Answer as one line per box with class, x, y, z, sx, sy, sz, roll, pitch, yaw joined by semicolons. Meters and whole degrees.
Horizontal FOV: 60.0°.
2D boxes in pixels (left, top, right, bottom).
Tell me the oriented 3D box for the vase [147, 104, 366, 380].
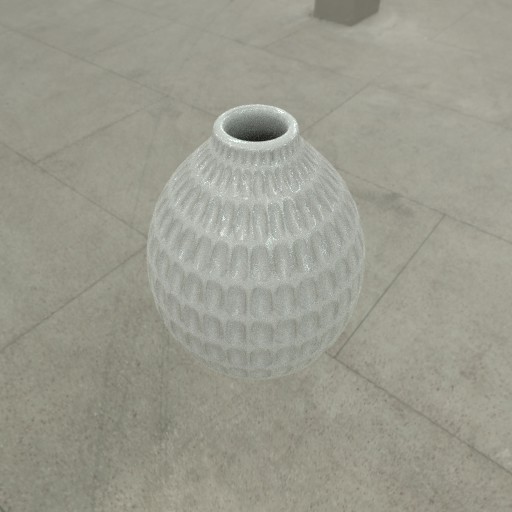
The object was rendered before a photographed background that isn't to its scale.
vase;0.000;0.000;0.336;0.162;0.223;0.162;0;46;0
